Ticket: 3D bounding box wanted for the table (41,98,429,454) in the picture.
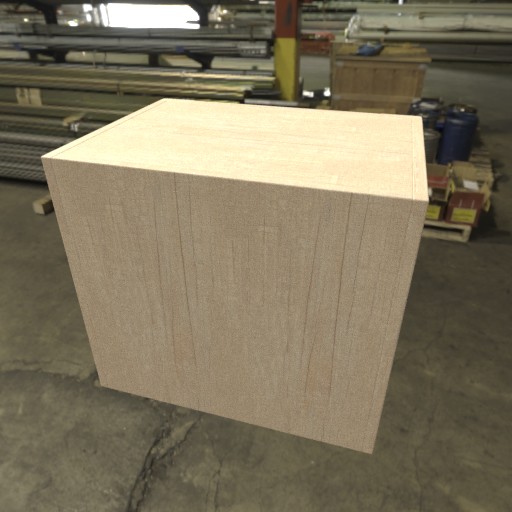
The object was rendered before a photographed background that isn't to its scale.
[{"bbox_3d":[0.000,0.000,0.920,0.570,0.510,0.420,9,33,14],"label":"table"}]
